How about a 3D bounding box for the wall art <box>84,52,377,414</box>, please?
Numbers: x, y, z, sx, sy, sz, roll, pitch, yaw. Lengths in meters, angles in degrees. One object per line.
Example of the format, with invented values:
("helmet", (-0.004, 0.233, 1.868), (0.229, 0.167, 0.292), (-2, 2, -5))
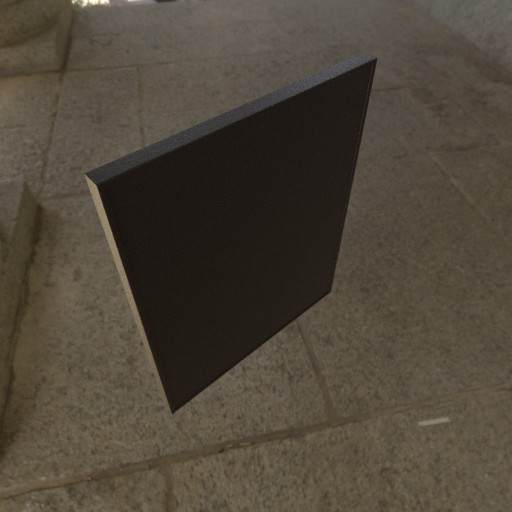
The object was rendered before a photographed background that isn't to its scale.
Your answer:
("wall art", (0.000, 0.000, 0.755), (0.451, 0.551, 0.028), (-33, 55, -27))
